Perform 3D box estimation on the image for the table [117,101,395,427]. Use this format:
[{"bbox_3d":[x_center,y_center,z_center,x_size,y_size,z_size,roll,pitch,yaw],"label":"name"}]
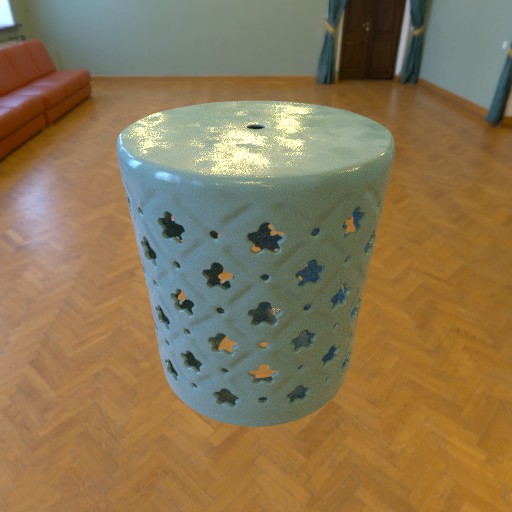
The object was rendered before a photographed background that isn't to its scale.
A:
[{"bbox_3d":[0.000,0.000,0.667,0.352,0.387,0.352,0,31,0],"label":"table"}]
